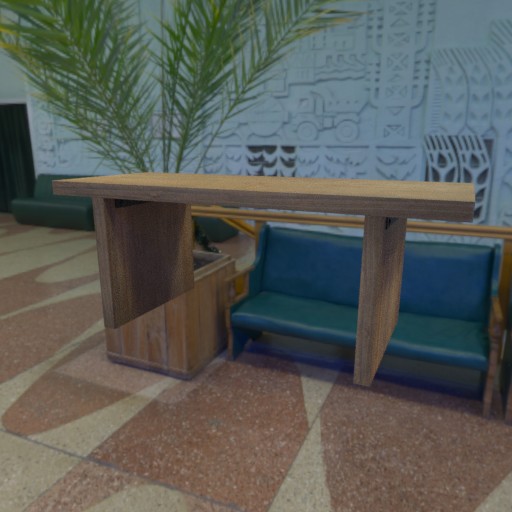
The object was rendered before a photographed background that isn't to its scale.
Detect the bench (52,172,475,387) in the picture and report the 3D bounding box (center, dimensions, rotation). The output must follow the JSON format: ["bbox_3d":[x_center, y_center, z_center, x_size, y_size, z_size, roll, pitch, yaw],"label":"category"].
[{"bbox_3d":[0.000,0.000,1.385,1.183,0.458,0.458,7,16,25],"label":"bench"}]
